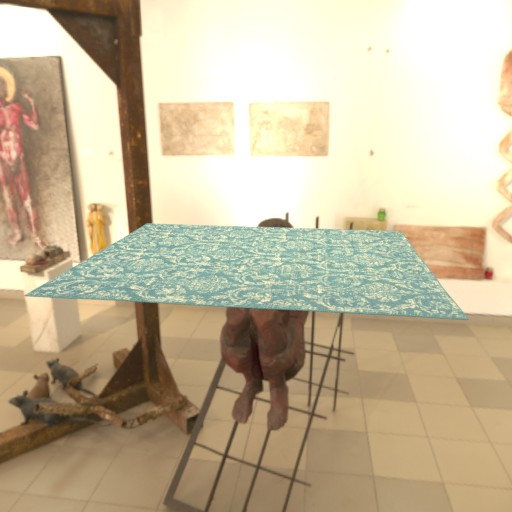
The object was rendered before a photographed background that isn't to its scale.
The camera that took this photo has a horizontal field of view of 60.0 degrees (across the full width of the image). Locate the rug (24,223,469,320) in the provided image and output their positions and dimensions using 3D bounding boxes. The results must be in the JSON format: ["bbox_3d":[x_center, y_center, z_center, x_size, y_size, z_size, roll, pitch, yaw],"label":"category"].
[{"bbox_3d":[0.000,0.000,4.054,2.980,0.012,2.363,2,17,7],"label":"rug"}]
